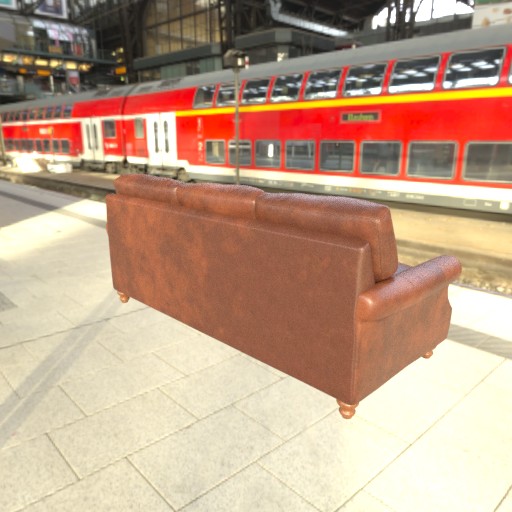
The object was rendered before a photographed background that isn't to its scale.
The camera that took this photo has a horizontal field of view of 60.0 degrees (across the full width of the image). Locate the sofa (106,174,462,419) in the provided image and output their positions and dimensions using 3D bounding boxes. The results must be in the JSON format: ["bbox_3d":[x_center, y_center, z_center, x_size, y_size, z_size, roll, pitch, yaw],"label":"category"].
[{"bbox_3d":[0.000,0.000,2.868,0.973,0.977,2.351,-15,21,-43],"label":"sofa"}]
